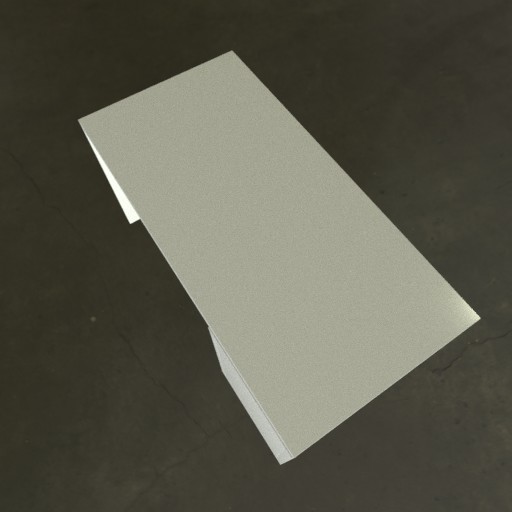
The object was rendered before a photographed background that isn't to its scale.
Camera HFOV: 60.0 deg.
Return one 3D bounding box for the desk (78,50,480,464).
[{"bbox_3d":[0.000,0.000,1.835,0.690,0.740,1.400,-31,67,-14],"label":"desk"}]
